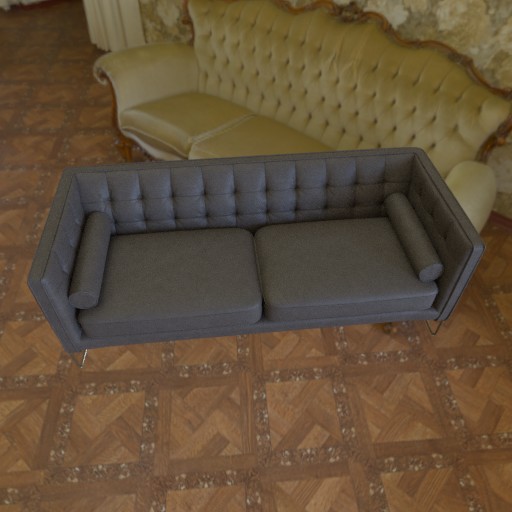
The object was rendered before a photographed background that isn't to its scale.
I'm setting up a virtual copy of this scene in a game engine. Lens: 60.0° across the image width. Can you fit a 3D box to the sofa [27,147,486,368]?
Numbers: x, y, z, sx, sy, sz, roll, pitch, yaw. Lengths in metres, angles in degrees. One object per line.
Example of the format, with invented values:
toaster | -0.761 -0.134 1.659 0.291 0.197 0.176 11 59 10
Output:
sofa | 0.000 0.000 2.516 2.087 0.789 0.867 -4 46 -4
